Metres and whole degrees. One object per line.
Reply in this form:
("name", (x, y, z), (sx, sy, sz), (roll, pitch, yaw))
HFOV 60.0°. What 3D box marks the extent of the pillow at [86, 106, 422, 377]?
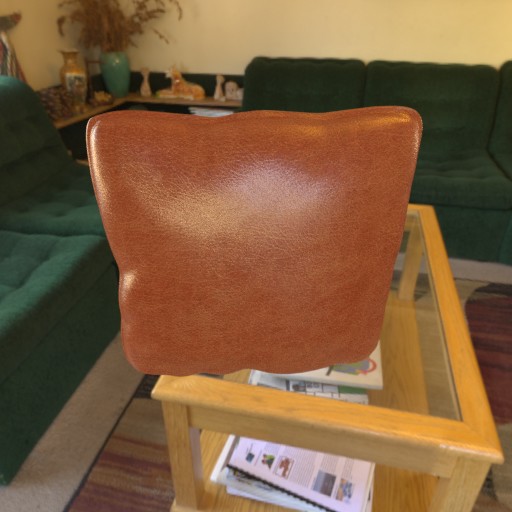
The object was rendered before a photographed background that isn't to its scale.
("pillow", (0.000, 0.000, 0.806), (0.532, 0.523, 0.236), (-2, 30, -4))
